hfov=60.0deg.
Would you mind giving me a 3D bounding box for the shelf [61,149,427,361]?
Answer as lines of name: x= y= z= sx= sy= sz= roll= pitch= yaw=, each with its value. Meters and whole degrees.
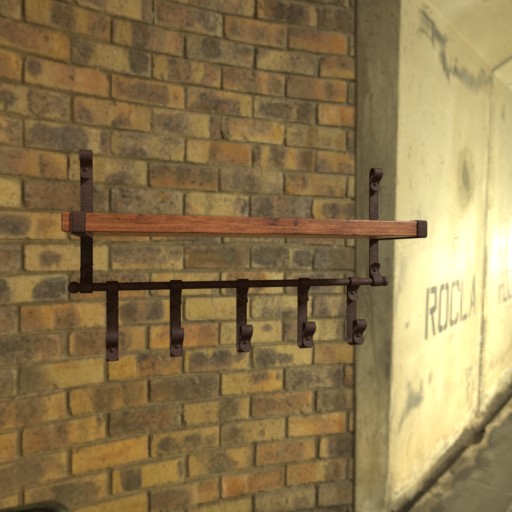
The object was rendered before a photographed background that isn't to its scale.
shelf: x=0.000 y=0.000 z=0.703 sx=0.567 sy=0.330 sz=0.146 roll=0 pitch=0 yaw=-17
